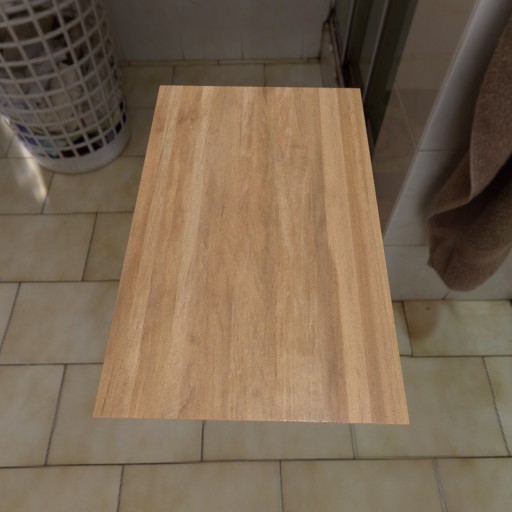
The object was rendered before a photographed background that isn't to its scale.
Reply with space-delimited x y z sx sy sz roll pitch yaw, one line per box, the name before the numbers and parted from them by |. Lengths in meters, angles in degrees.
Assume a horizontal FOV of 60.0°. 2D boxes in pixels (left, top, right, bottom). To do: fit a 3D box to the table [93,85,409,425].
table | 0.000 0.000 1.437 0.692 0.441 1.100 1 59 1
